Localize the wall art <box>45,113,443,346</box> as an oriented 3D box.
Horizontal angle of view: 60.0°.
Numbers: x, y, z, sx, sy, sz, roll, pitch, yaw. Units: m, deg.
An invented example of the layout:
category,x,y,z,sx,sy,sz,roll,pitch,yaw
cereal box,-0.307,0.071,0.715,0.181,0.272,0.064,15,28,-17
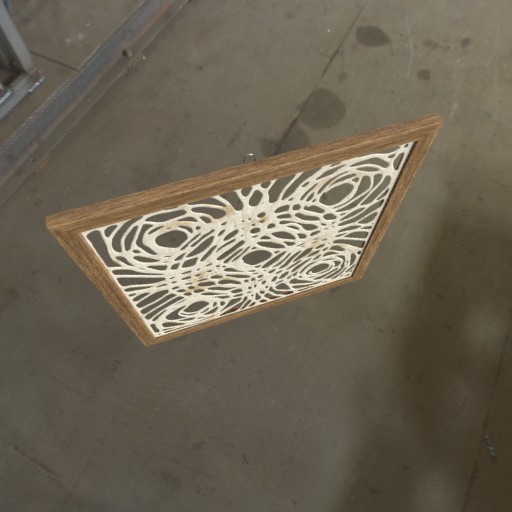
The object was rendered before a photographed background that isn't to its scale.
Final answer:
category,x,y,z,sx,sy,sz,roll,pitch,yaw
wall art,0.000,0.000,0.843,0.561,0.576,0.021,-17,65,-8
